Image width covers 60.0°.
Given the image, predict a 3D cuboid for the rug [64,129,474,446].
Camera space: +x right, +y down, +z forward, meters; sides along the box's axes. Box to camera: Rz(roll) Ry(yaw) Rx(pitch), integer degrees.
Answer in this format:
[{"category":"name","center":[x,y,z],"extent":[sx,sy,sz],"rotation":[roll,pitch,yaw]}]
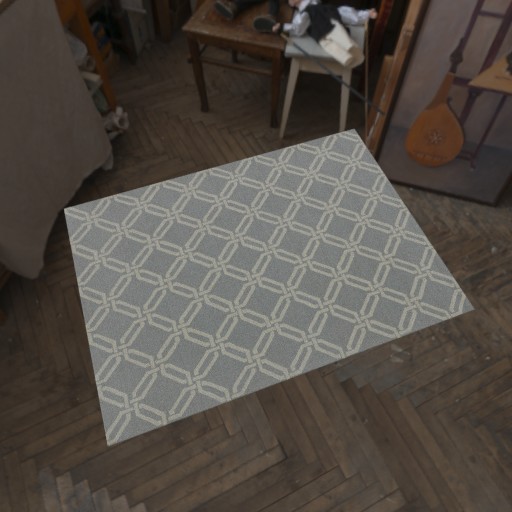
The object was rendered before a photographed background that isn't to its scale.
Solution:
[{"category":"rug","center":[0.000,0.000,4.326],"extent":[3.353,0.013,2.438],"rotation":[-18,61,-10]}]
